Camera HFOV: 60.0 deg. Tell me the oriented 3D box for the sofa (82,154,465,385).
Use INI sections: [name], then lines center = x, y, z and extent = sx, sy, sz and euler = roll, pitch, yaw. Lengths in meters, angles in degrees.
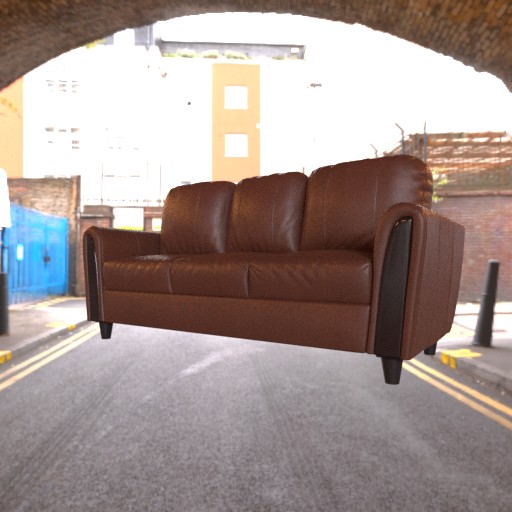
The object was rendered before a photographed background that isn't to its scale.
[sofa]
center = 0.000, 0.000, 2.279
extent = 1.862, 0.915, 0.802
euler = -1, -1, 35
